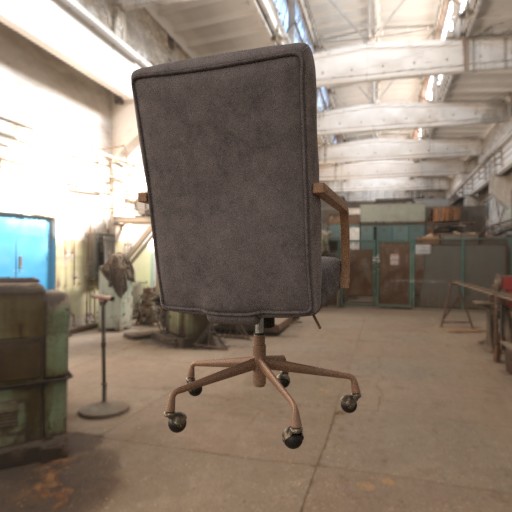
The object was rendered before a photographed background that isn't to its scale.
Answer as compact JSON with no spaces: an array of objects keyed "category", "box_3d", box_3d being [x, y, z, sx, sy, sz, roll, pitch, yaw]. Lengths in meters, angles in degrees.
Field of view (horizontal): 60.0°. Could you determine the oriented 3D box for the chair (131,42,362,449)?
[{"category":"chair","box_3d":[0.000,0.000,1.433,0.640,1.029,0.741,0,-1,19]}]
